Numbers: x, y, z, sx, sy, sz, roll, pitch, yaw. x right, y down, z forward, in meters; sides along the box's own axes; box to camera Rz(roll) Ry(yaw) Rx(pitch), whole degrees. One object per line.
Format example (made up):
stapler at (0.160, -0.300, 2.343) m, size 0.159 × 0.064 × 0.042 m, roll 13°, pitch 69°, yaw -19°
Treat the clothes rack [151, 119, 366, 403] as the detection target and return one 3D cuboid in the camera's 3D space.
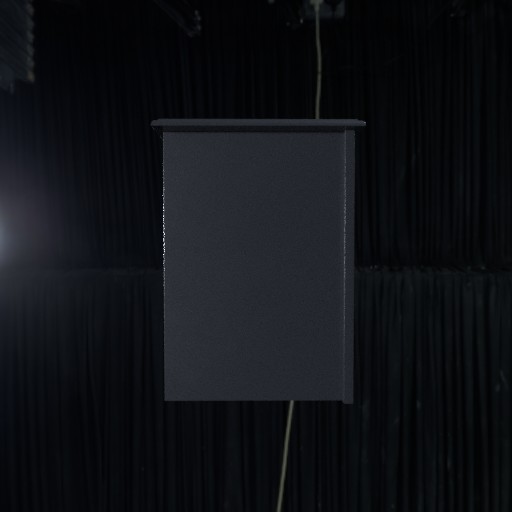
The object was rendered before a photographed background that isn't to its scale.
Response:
clothes rack at (0.000, 0.000, 1.452) m, size 0.406 × 0.556 × 1.219 m, roll 0°, pitch 1°, yaw 0°
